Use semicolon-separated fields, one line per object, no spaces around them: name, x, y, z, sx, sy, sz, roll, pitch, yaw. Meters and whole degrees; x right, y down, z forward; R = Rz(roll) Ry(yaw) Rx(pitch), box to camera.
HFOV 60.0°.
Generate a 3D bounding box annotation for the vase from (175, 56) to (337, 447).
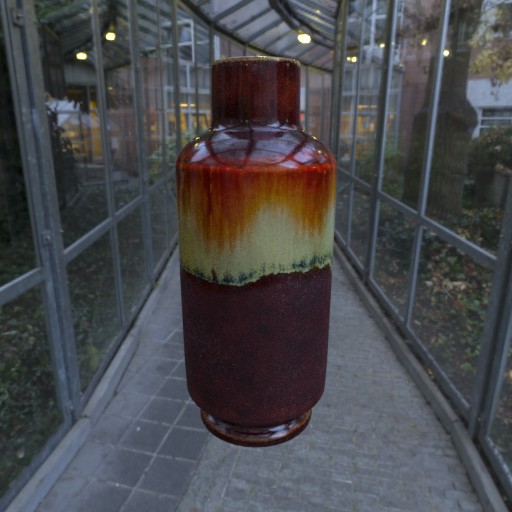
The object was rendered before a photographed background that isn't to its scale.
vase;0.000;0.000;0.324;0.111;0.261;0.111;0;17;0
